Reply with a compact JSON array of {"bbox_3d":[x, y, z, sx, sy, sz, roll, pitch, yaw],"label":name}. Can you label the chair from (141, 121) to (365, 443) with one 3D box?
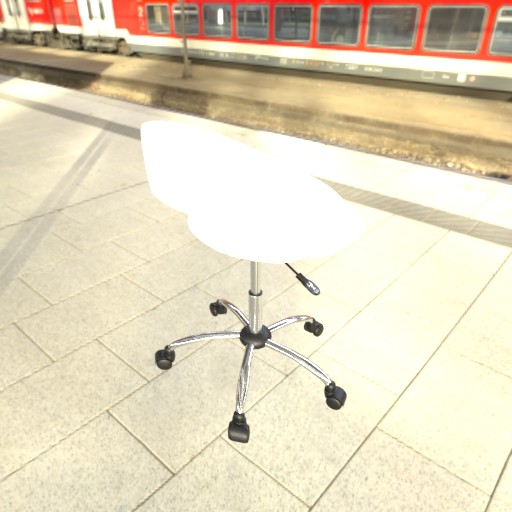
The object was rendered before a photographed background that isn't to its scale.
[{"bbox_3d":[0.000,0.000,1.206,0.612,0.791,0.538,22,37,33],"label":"chair"}]
